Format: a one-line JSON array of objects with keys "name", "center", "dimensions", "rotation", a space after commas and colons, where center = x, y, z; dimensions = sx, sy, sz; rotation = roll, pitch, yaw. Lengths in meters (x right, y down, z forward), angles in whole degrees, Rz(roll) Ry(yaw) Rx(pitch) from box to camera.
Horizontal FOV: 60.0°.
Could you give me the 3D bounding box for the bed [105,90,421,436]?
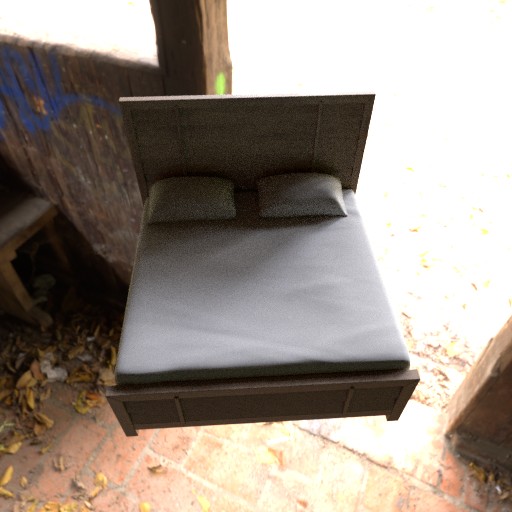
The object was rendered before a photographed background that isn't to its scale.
[{"name": "bed", "center": [0.000, 0.000, 3.415], "dimensions": [2.032, 1.626, 2.032], "rotation": [-2, 46, -2]}]
